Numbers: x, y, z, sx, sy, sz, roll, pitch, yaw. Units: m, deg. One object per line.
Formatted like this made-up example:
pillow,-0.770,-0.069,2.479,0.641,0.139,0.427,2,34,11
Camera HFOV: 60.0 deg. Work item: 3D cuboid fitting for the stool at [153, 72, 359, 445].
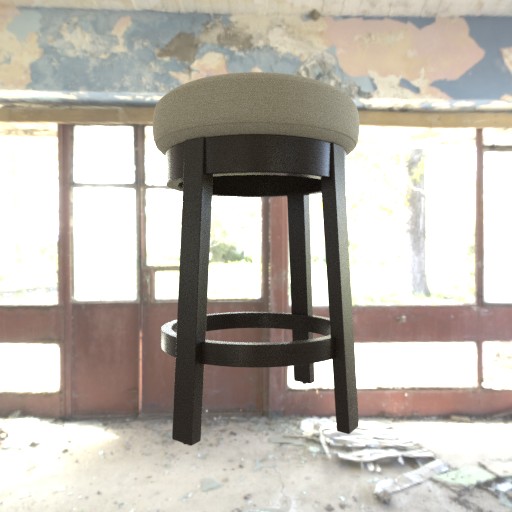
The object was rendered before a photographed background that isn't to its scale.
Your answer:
stool,0.000,0.000,0.949,0.449,0.655,0.449,0,1,0
